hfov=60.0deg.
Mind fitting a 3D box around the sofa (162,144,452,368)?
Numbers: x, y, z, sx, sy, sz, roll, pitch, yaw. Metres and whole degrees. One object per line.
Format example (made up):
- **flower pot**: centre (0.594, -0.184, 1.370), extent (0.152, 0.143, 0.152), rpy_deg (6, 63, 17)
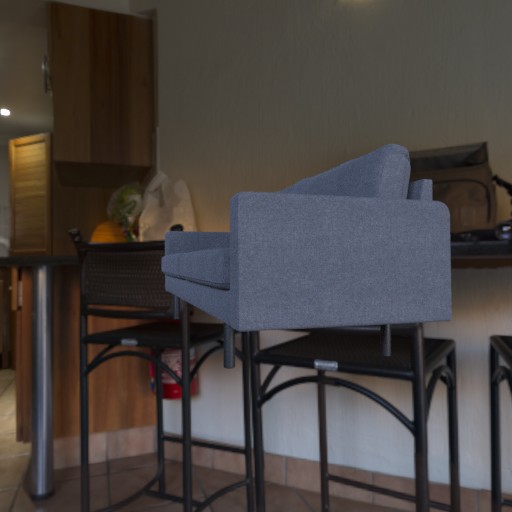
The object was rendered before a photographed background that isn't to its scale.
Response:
- **sofa**: centre (0.000, 0.000, 2.528), extent (0.880, 0.880, 2.100), rpy_deg (0, -1, -18)
